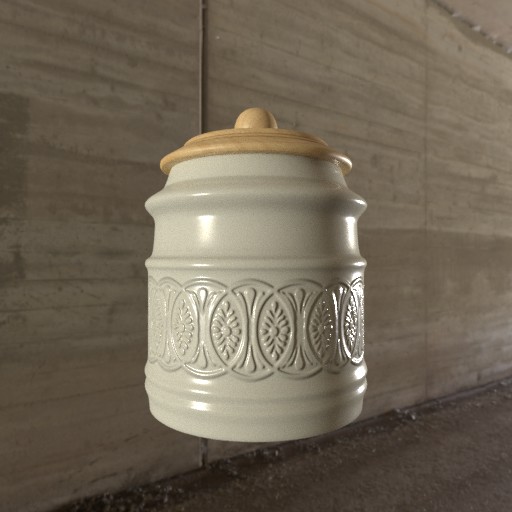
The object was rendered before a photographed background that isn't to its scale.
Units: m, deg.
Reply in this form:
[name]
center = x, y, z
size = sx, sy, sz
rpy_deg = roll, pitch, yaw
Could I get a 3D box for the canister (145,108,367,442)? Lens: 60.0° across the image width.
[canister]
center = 0.000, 0.000, 0.267
size = 0.130, 0.176, 0.130
rpy_deg = 0, 0, 0
